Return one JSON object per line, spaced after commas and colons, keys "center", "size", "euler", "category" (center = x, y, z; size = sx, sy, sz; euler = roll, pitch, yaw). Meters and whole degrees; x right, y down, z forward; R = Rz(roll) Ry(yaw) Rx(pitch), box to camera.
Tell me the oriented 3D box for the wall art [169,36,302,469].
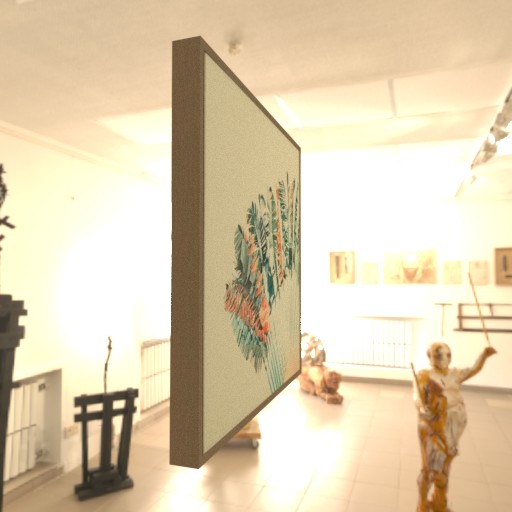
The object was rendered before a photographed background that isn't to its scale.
{"center": [0.000, 0.000, 0.763], "size": [0.038, 0.506, 0.508], "euler": [-1, -2, 19], "category": "wall art"}
